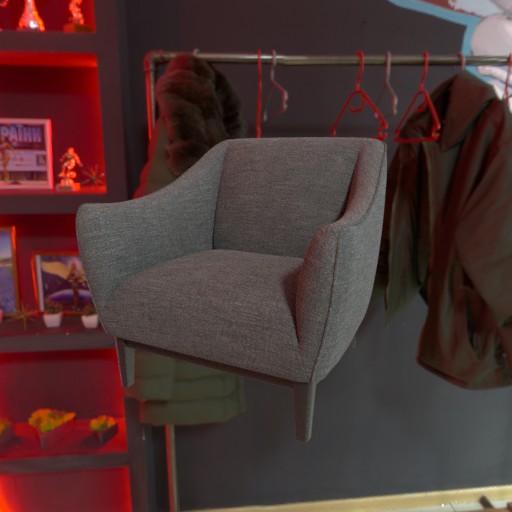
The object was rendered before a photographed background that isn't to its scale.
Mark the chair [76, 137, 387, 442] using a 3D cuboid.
[{"bbox_3d":[0.000,0.000,1.582,0.870,0.829,0.851,7,15,26],"label":"chair"}]
